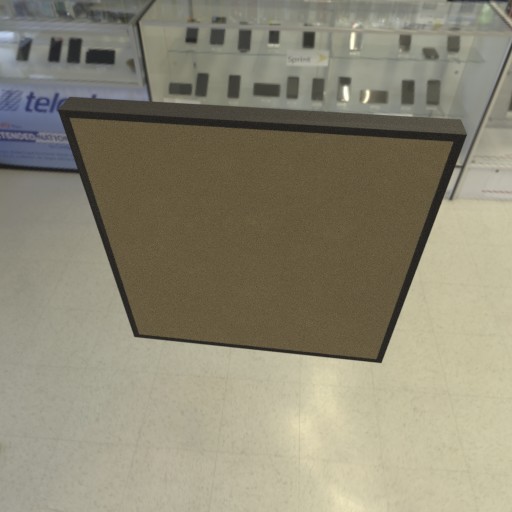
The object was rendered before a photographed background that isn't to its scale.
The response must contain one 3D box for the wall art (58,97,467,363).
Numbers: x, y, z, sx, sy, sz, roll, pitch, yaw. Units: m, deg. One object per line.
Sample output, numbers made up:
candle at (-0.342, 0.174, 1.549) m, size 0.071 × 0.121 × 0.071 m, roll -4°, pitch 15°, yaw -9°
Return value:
wall art at (0.000, 0.000, 0.740) m, size 0.509 × 0.507 × 0.037 m, roll 5°, pitch 45°, yaw 5°
